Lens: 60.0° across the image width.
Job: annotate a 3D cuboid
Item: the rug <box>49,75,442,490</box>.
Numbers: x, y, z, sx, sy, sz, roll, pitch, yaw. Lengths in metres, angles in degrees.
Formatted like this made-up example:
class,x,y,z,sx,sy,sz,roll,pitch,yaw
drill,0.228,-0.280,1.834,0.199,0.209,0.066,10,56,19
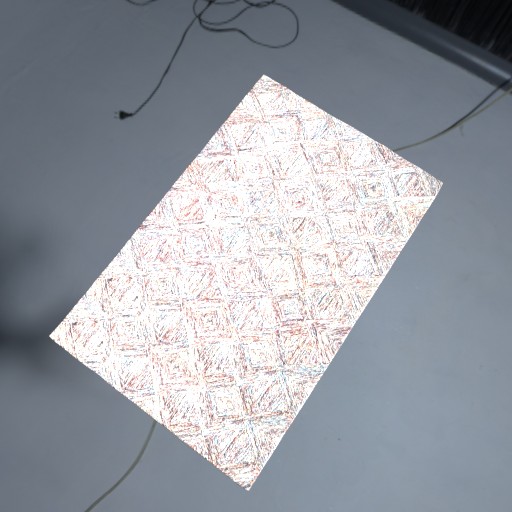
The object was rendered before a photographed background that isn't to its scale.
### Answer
class,x,y,z,sx,sy,sz,roll,pitch,yaw
rug,0.000,0.000,2.177,1.143,0.014,1.761,34,77,9
